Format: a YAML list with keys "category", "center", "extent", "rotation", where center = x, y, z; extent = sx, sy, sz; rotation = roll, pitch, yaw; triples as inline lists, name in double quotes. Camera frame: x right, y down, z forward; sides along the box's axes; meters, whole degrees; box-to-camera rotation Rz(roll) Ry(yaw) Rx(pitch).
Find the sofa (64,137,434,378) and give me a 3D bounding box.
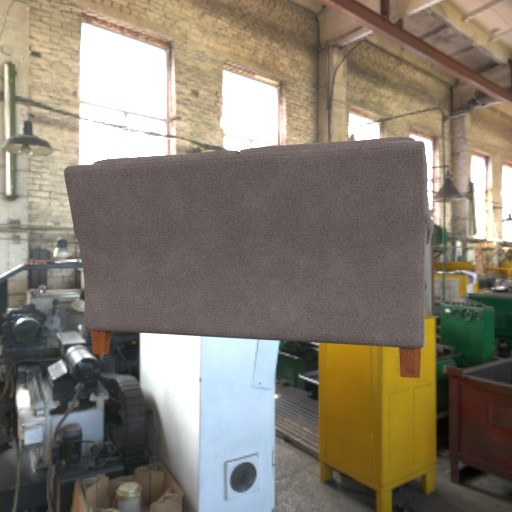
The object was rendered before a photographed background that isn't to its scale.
- category: "sofa"
  center: [0.000, 0.000, 2.551]
  extent: [1.853, 1.101, 1.084]
  rotation: [0, 0, 17]
